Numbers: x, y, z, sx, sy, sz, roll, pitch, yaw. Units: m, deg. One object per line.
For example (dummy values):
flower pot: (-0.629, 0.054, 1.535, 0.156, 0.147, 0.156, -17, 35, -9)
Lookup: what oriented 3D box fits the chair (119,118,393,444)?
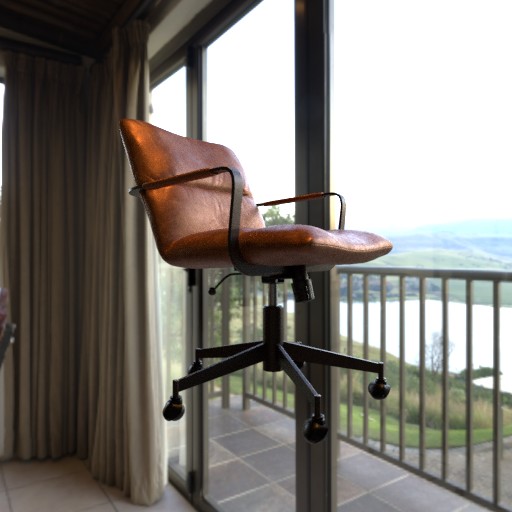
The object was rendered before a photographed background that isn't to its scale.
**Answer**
chair: (0.000, 0.000, 1.469, 0.754, 0.922, 0.727, 0, 0, 37)
